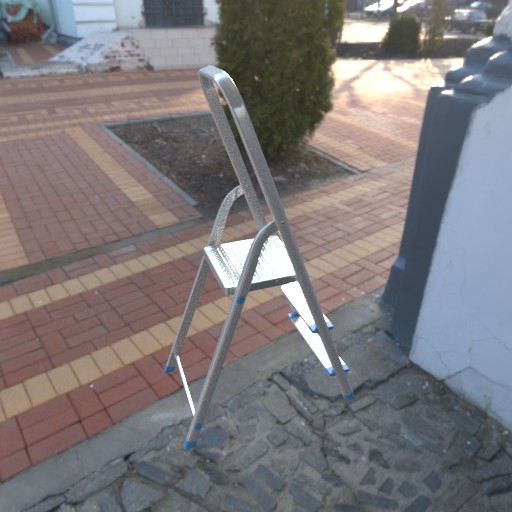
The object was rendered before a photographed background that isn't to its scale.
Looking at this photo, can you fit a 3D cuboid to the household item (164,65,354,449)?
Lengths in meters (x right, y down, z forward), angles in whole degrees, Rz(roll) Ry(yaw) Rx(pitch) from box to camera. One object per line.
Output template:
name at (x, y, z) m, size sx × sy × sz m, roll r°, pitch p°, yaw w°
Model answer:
household item at (0.000, 0.000, 1.531) m, size 0.687 × 1.215 × 0.420 m, roll -10°, pitch 31°, yaw -17°
